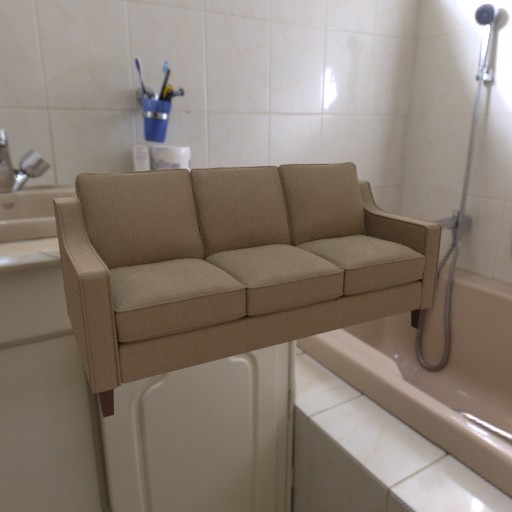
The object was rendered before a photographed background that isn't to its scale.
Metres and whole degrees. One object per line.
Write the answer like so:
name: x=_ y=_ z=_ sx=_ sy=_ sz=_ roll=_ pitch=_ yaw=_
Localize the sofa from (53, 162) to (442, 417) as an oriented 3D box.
sofa: x=0.000 y=0.000 z=2.526 sx=1.986 sy=0.974 sz=0.911 roll=-8 pitch=18 yaw=-27
